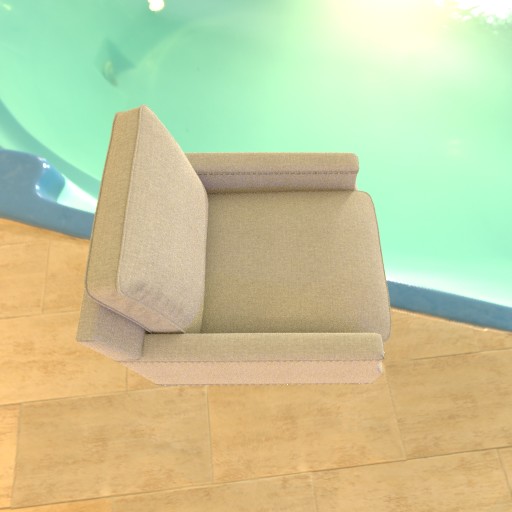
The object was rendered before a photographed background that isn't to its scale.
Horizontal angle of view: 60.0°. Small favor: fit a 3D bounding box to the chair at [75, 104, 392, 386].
[{"bbox_3d":[0.000,0.000,1.704,1.014,0.943,0.853,0,64,0],"label":"chair"}]
